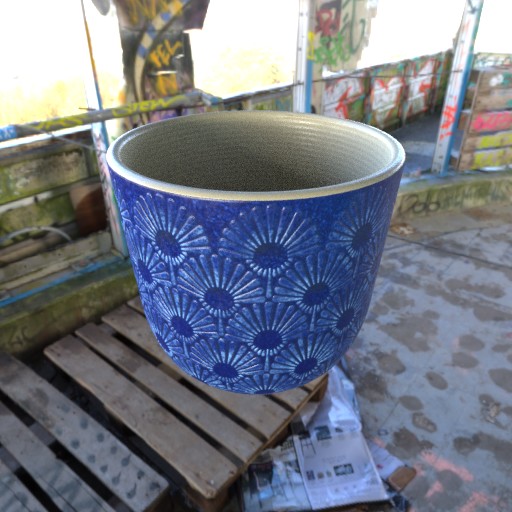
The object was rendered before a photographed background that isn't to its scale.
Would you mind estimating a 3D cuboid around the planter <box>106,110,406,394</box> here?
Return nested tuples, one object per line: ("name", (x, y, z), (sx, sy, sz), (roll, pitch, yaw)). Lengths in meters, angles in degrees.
("planter", (0.000, 0.000, 0.364), (0.206, 0.190, 0.206), (0, 30, 0))
